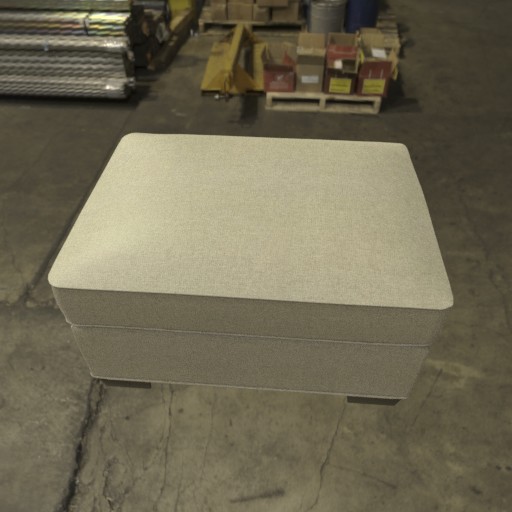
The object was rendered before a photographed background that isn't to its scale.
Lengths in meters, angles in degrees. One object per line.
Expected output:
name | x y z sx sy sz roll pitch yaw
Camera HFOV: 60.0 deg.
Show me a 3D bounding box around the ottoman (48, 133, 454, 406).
ottoman | 0.000 0.000 1.238 0.843 0.504 0.619 3 46 3
